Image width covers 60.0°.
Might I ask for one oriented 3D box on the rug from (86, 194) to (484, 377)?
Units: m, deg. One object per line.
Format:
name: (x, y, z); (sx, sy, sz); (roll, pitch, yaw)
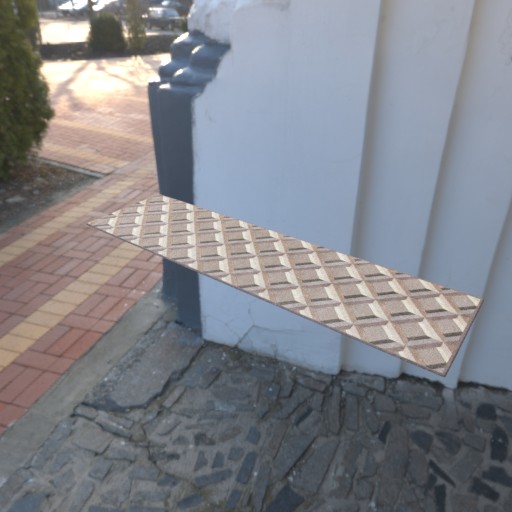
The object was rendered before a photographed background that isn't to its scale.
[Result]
rug: (0.000, 0.000, 2.683); (2.437, 0.013, 0.685); (20, 35, 31)
